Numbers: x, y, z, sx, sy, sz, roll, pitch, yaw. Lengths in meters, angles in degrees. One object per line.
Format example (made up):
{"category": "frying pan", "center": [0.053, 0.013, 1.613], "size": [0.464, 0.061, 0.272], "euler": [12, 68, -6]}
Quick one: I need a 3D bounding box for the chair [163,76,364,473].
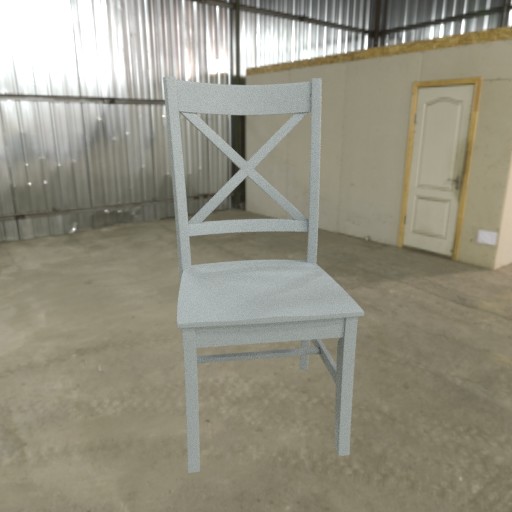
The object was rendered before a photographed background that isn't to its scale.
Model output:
{"category": "chair", "center": [0.000, 0.000, 1.264], "size": [0.485, 0.983, 0.542], "euler": [-3, 17, -8]}
